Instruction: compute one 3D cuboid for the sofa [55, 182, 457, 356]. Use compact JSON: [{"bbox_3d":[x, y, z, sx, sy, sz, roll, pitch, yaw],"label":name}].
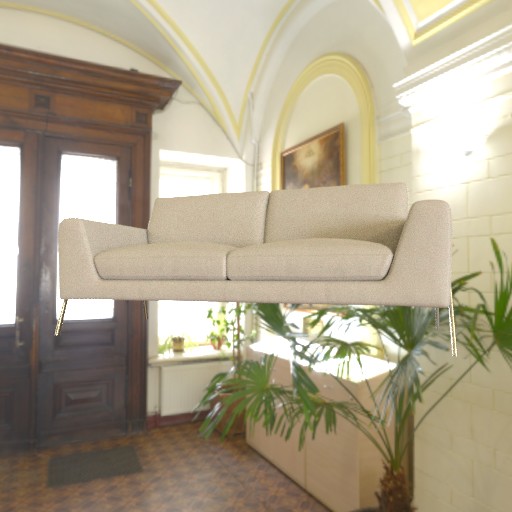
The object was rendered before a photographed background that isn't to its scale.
[{"bbox_3d":[0.000,0.000,2.561,2.017,0.875,0.953,-1,-3,18],"label":"sofa"}]
